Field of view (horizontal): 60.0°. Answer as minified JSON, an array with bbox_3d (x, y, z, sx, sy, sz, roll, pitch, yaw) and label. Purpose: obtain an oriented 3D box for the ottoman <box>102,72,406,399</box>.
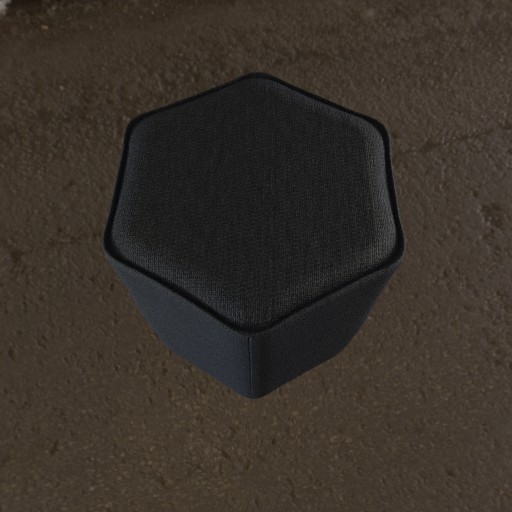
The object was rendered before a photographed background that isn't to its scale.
[{"bbox_3d":[0.000,0.000,0.889,0.492,0.505,0.454,32,67,15],"label":"ottoman"}]
